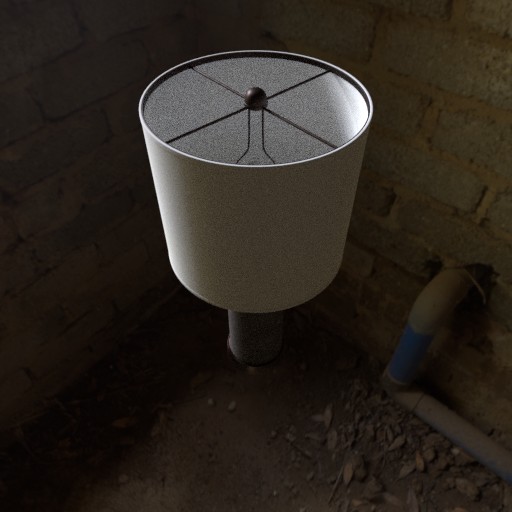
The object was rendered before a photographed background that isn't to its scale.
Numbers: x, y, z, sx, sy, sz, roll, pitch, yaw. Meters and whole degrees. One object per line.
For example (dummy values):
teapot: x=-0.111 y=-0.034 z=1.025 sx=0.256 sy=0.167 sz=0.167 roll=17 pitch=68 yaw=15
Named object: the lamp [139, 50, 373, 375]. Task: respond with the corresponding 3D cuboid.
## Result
lamp: x=0.000 y=0.000 z=0.798 sx=0.301 sy=0.630 sz=0.301 roll=2 pitch=47 yaw=2
